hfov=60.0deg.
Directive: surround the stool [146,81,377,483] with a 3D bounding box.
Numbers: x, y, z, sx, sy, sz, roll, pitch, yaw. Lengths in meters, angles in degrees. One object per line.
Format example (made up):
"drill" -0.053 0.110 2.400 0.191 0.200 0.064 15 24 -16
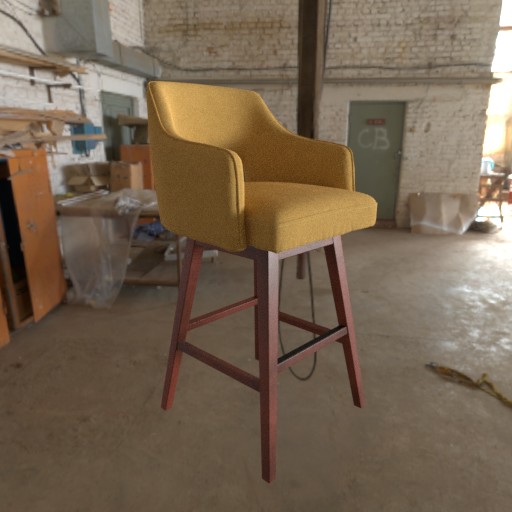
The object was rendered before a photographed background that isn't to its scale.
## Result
"stool" 0.000 0.000 1.343 0.558 1.012 0.548 14 21 42
